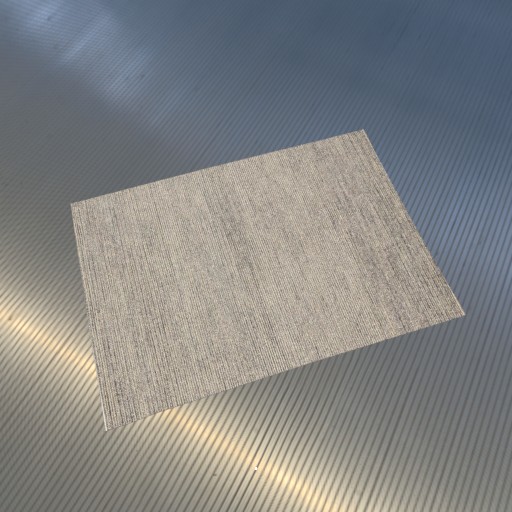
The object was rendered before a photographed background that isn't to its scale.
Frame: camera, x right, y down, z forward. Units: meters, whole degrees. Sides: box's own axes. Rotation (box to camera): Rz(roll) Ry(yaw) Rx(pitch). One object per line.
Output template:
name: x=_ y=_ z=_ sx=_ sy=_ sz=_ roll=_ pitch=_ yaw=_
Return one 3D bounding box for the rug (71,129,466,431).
rug: x=0.000 y=0.000 z=3.004 sx=2.307 sy=0.030 sz=1.604 roll=-16 pitch=65 yaw=-7
